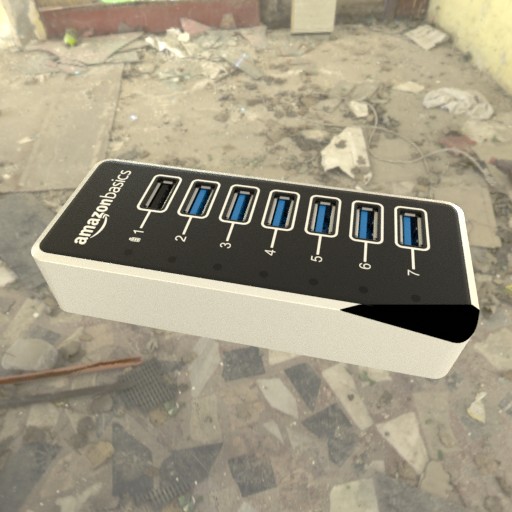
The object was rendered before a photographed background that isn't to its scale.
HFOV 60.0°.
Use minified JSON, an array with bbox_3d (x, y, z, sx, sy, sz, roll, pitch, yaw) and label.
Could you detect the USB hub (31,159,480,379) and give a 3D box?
[{"bbox_3d":[0.000,0.000,0.126,0.110,0.023,0.044,9,48,8],"label":"USB hub"}]
